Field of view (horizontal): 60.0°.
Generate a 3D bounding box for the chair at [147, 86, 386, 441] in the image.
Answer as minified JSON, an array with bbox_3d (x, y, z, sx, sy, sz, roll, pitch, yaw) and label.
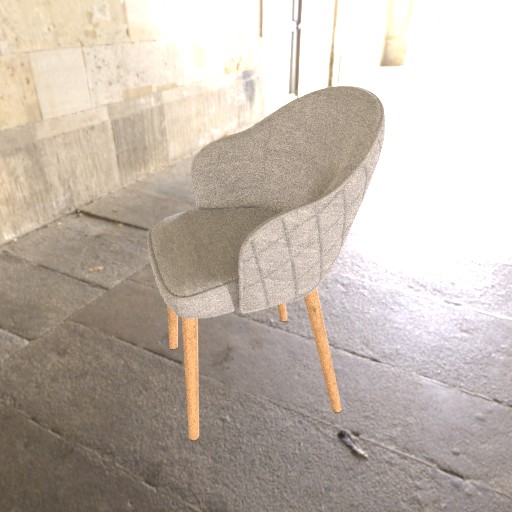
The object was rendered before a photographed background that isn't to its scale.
[{"bbox_3d":[0.000,0.000,1.147,0.530,0.800,0.540,-9,31,-15],"label":"chair"}]
